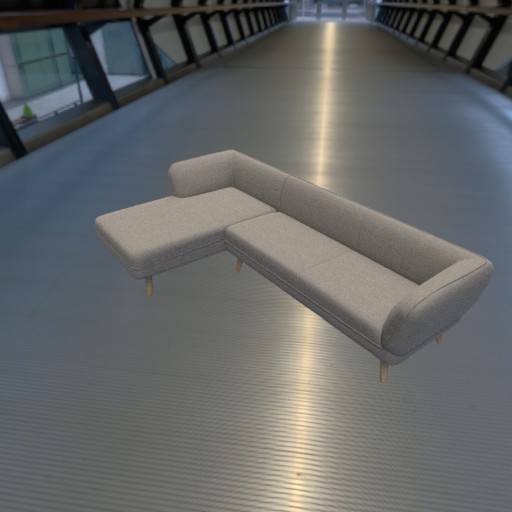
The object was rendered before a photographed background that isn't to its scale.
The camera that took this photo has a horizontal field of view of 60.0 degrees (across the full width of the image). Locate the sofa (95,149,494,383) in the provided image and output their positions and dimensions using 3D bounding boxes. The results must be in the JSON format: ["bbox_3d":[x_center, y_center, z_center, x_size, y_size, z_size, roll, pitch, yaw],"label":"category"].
[{"bbox_3d":[0.000,0.000,3.232,1.532,0.693,2.653,-21,37,-31],"label":"sofa"}]
